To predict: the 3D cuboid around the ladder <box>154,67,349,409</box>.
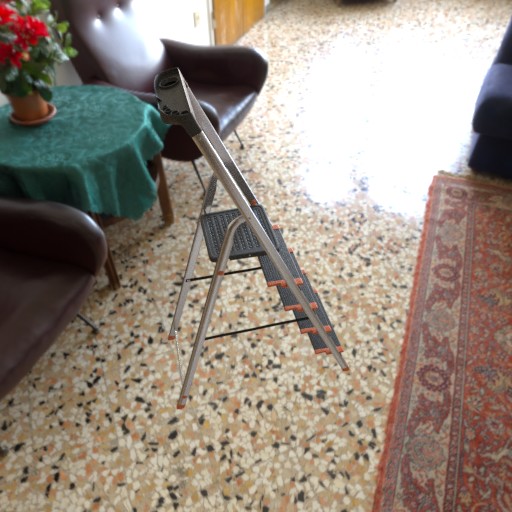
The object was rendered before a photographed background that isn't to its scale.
[{"bbox_3d":[0.000,0.000,2.043,0.995,1.646,0.480,-10,46,-10],"label":"ladder"}]
